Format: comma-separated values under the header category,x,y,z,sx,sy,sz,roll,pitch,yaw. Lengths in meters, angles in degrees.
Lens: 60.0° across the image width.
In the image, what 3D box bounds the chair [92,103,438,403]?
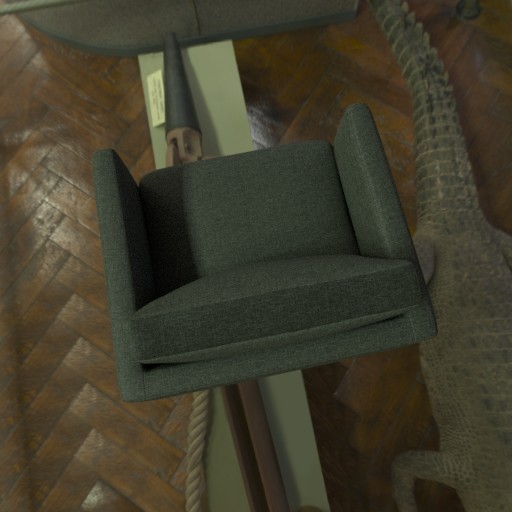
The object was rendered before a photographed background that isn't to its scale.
category,x,y,z,sx,sy,sz,roll,pitch,yaw
chair,0.000,0.000,1.831,1.107,0.963,0.959,-11,76,-3
